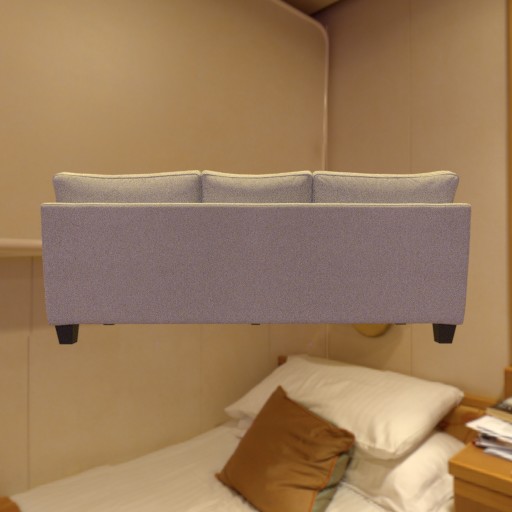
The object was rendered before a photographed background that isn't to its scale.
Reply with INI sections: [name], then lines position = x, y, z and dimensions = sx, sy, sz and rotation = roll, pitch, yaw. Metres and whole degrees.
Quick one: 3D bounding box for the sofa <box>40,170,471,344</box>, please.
[sofa]
position = 0.000, 0.000, 2.841
dimensions = 2.323, 0.991, 1.016
rotation = 0, -1, -1
